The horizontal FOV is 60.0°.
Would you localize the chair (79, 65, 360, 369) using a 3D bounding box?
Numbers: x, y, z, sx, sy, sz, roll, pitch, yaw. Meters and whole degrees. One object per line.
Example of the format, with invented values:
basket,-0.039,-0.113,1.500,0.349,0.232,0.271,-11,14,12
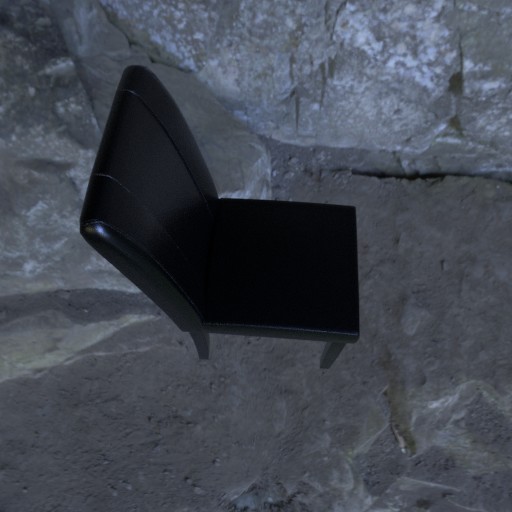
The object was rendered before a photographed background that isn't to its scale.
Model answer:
chair,0.000,0.000,1.177,0.556,0.897,0.399,4,63,2
